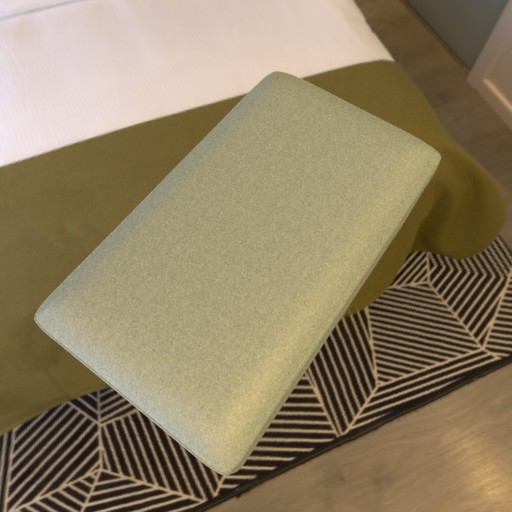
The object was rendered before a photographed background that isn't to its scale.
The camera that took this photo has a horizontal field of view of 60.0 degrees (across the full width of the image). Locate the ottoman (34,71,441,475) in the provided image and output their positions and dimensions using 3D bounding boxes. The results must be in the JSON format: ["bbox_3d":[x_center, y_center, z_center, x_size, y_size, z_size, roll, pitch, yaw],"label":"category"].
[{"bbox_3d":[0.000,0.000,1.485,0.681,0.494,1.173,33,69,15],"label":"ottoman"}]
